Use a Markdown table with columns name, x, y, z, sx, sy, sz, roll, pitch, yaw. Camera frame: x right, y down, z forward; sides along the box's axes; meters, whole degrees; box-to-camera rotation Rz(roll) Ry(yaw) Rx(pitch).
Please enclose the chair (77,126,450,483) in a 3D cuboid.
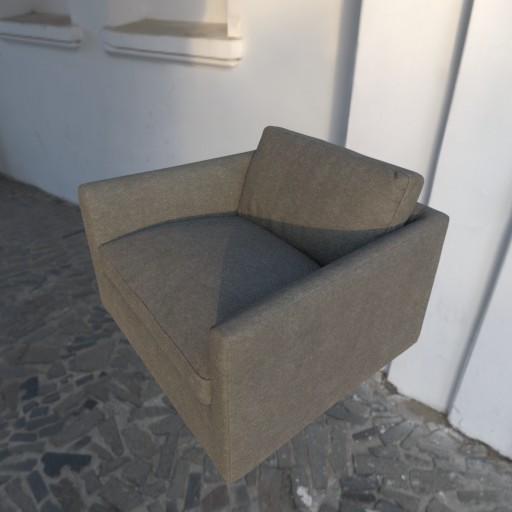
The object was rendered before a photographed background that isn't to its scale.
| name | x | y | z | sx | sy | sz | roll | pitch | yaw |
| --- | --- | --- | --- | --- | --- | --- | --- | --- | --- |
| chair | 0.000 | 0.000 | 1.867 | 1.091 | 0.845 | 1.190 | -21 | 37 | -30 |
